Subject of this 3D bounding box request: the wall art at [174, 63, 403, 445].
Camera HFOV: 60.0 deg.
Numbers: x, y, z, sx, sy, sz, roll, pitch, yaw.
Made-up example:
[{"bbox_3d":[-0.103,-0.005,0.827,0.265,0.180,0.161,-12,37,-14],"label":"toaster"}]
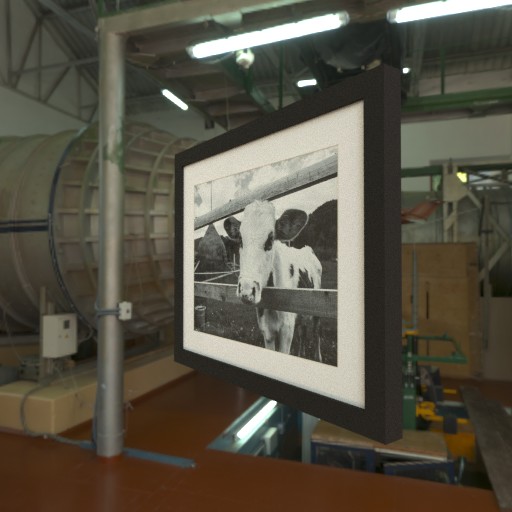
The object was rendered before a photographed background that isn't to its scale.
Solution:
[{"bbox_3d":[0.000,0.000,0.551,0.024,0.329,0.404,1,-1,-37],"label":"wall art"}]
